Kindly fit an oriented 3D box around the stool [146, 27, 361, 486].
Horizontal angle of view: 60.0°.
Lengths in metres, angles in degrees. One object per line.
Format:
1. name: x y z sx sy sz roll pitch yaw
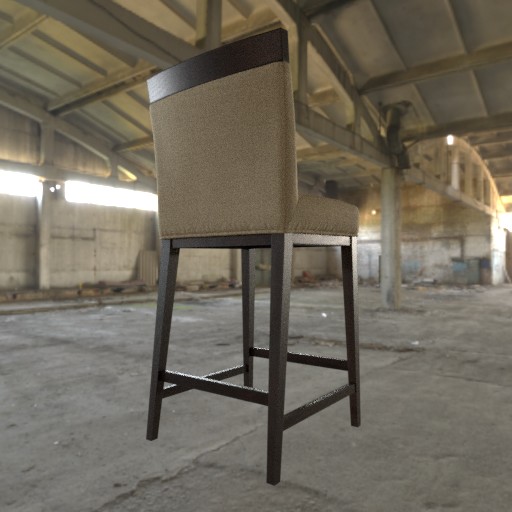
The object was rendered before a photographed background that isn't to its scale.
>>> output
1. stool: 0.000 0.000 1.413 0.511 1.117 0.531 -1 -1 37
